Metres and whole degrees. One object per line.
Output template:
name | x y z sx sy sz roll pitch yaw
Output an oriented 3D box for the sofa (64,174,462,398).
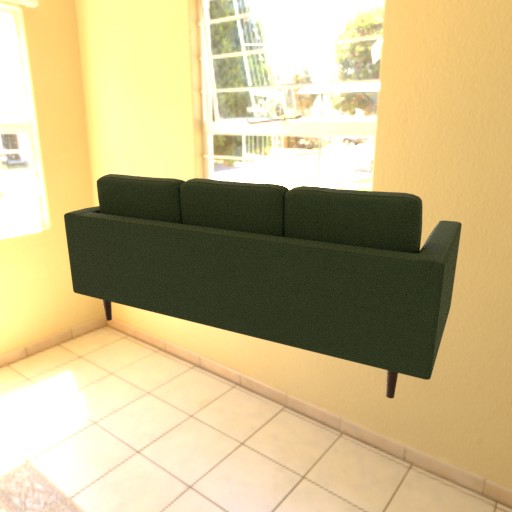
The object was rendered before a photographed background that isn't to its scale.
sofa | 0.000 0.000 2.508 2.029 0.899 0.879 9 19 27
